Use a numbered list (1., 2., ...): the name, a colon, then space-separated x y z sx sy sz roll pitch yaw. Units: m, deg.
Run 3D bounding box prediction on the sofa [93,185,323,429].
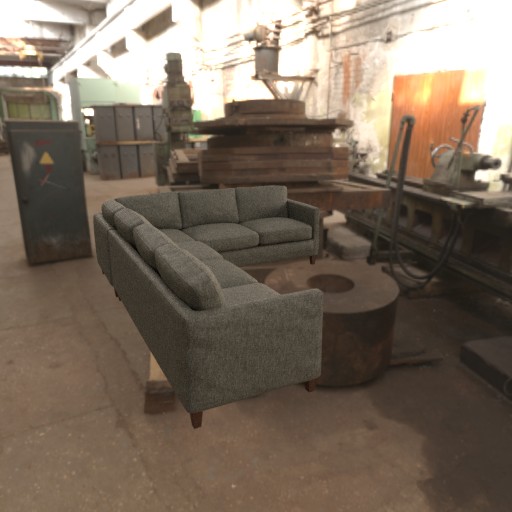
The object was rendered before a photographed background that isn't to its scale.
1. sofa: 0.000 0.000 4.354 2.593 0.947 3.302 -8 18 -26
